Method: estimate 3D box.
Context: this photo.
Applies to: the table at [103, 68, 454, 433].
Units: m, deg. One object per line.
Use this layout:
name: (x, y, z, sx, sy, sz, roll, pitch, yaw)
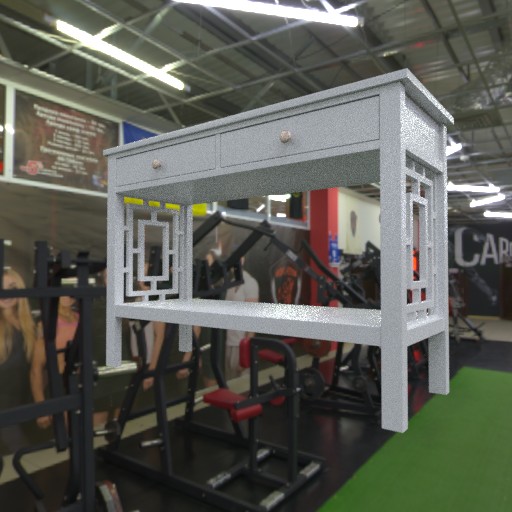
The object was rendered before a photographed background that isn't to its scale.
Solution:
table: (0.000, 0.000, 1.377, 1.068, 0.753, 0.397, -1, -2, 37)
